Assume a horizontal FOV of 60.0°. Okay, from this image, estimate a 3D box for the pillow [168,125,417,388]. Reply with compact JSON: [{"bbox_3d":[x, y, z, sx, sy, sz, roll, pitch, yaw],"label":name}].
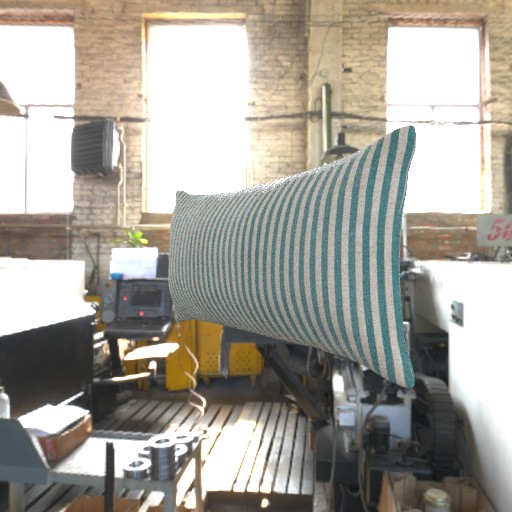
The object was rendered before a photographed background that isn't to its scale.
[{"bbox_3d":[0.000,0.000,0.742,0.151,0.295,0.617,0,0,-35],"label":"pillow"}]
